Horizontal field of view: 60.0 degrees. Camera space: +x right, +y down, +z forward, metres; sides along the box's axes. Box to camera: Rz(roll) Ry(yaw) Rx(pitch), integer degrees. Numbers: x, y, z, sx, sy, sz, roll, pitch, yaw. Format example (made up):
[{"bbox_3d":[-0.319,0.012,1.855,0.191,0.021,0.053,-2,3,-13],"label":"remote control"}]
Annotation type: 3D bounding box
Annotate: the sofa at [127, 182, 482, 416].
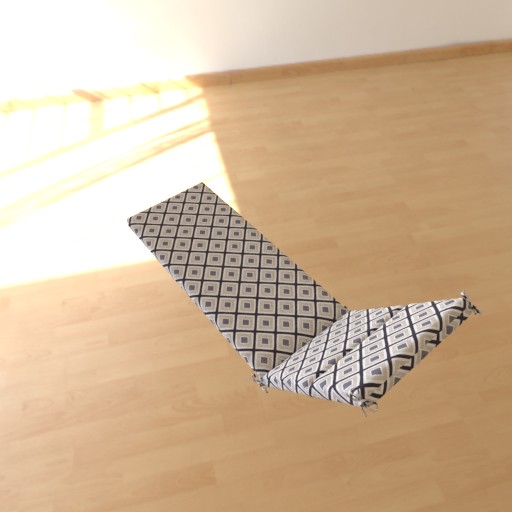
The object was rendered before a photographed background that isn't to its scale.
[{"bbox_3d":[0.000,0.000,1.940,0.582,0.622,1.663,-31,56,-24],"label":"sofa"}]
